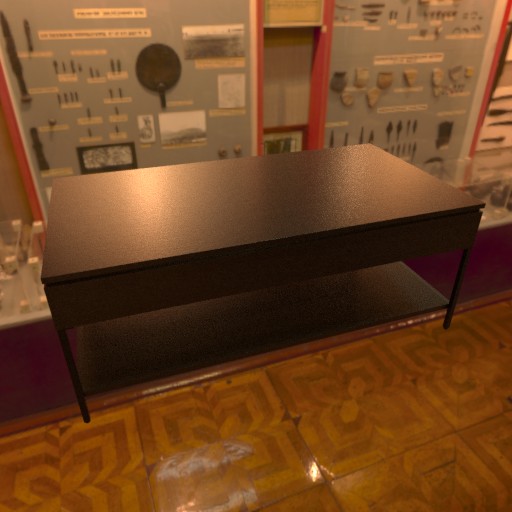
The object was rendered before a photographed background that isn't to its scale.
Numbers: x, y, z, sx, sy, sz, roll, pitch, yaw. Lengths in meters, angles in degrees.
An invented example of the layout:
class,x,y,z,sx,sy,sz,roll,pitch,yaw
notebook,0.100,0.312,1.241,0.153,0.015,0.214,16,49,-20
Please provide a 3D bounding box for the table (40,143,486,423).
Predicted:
class,x,y,z,sx,sy,sz,roll,pitch,yaw
table,0.000,0.000,1.367,1.095,0.435,0.574,-10,32,-16
